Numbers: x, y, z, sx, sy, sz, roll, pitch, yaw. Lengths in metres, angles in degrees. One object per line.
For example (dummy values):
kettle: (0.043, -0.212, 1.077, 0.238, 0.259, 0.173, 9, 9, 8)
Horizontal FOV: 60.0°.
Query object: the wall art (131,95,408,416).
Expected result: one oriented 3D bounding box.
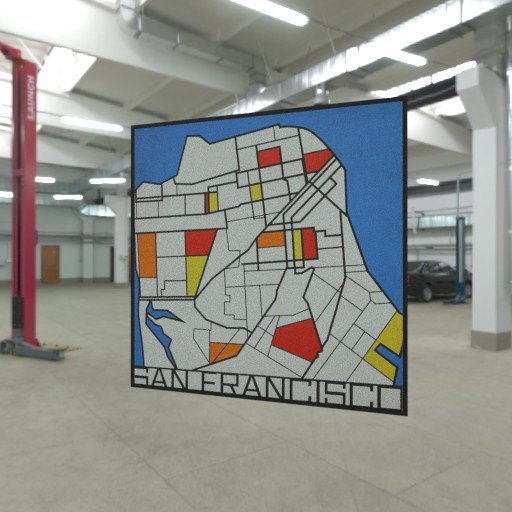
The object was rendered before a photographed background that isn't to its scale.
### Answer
wall art: (0.000, 0.000, 0.708, 0.458, 0.457, 0.013, 0, 0, 18)
